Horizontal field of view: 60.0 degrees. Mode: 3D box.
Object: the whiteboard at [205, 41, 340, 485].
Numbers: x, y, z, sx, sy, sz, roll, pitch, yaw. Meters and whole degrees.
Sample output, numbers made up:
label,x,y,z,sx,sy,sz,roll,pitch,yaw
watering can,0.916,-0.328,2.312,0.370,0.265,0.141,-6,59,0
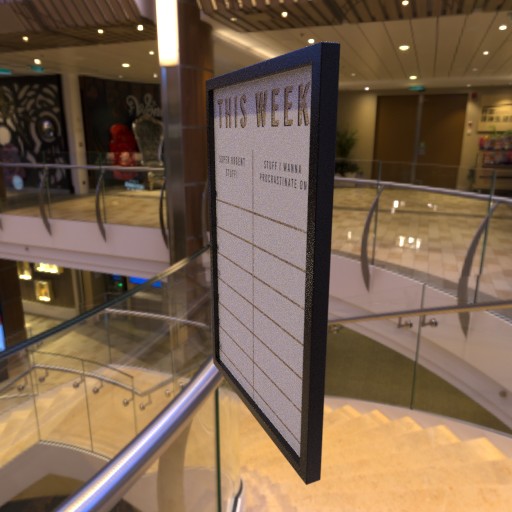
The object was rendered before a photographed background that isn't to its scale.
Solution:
label,x,y,z,sx,sy,sz,roll,pitch,yaw
whiteboard,0.000,0.000,0.767,0.026,0.611,0.406,-7,17,-24
